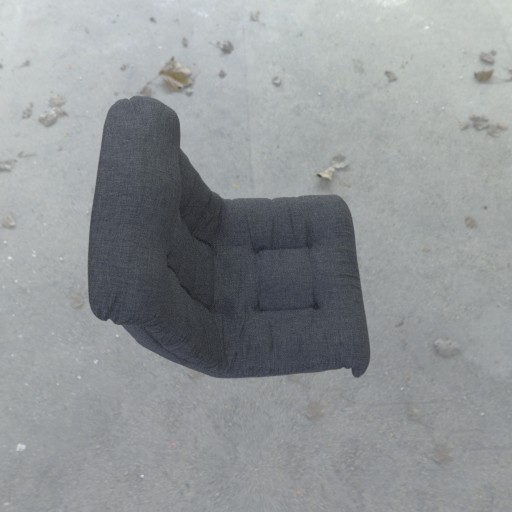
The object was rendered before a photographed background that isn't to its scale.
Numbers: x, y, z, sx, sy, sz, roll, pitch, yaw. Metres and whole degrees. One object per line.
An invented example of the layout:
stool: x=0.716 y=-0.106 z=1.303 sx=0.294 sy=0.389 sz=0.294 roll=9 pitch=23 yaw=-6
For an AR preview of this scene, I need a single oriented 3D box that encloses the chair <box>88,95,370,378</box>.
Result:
chair: x=0.000 y=0.000 z=1.232 sx=0.668 sy=0.749 sz=0.597 roll=-2 pitch=64 yaw=-1
